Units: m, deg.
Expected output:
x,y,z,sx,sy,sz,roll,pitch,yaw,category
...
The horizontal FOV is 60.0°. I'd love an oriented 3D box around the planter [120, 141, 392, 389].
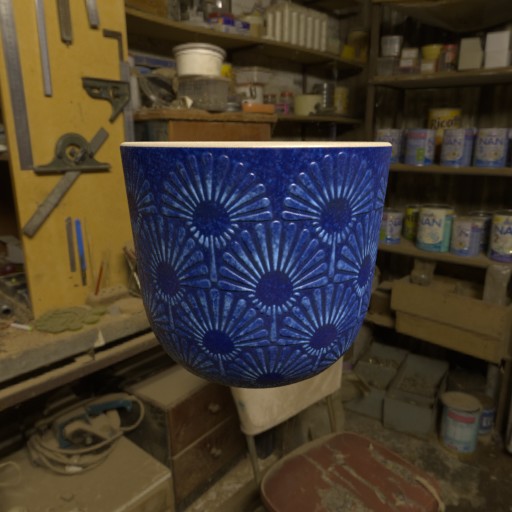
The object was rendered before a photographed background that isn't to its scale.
x,y,z,sx,sy,sz,roll,pitch,yaw,category
0.000,0.000,0.307,0.170,0.153,0.170,0,15,0,planter
